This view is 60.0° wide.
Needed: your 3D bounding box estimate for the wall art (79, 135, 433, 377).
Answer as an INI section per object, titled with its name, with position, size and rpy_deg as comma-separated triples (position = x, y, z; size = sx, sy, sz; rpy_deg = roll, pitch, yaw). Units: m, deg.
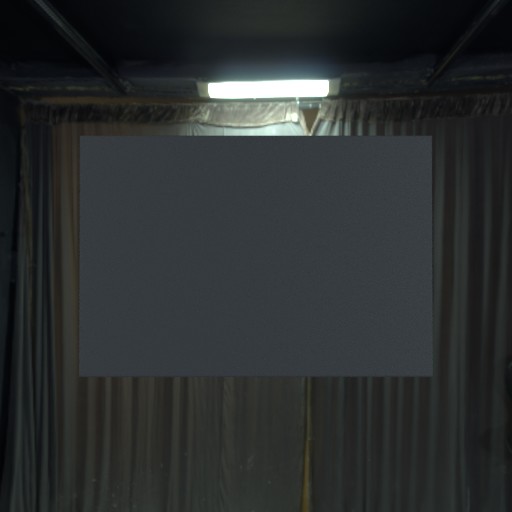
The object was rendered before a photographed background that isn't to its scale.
[wall art]
position = 0.000, 0.000, 1.222
size = 0.964, 0.659, 0.049
rpy_deg = 0, -1, 2
